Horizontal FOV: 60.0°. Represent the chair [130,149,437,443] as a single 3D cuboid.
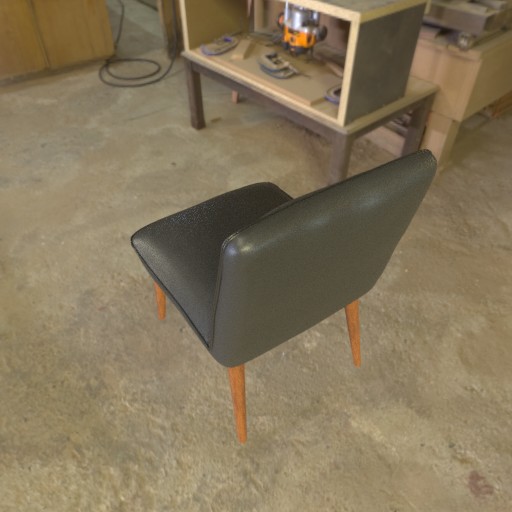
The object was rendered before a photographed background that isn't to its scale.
[{"bbox_3d":[0.000,0.000,1.216,0.543,0.801,0.645,-29,52,-26],"label":"chair"}]
